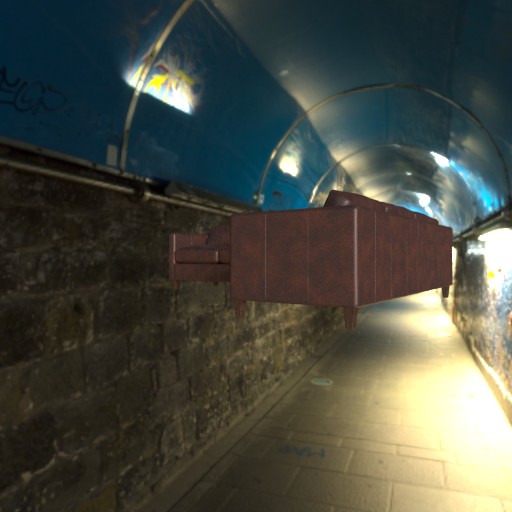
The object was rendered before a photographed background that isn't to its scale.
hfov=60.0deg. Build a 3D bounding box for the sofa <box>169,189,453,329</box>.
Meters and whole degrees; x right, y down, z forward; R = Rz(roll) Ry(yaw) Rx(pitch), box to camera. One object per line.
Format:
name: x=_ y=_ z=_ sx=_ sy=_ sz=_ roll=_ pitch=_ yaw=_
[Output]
sofa: x=0.000 y=0.000 z=4.385 sx=3.152 sy=0.836 sz=2.438 roll=0 pitch=0 yaw=36
